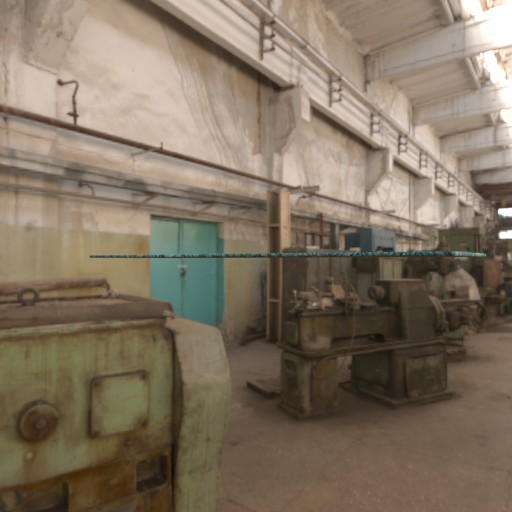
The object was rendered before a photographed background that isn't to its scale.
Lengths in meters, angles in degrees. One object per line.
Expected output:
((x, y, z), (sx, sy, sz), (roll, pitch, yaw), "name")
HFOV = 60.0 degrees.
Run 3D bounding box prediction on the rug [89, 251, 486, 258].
((0.000, 0.000, 2.566), (2.286, 0.016, 0.676), (0, -1, 36), "rug")
